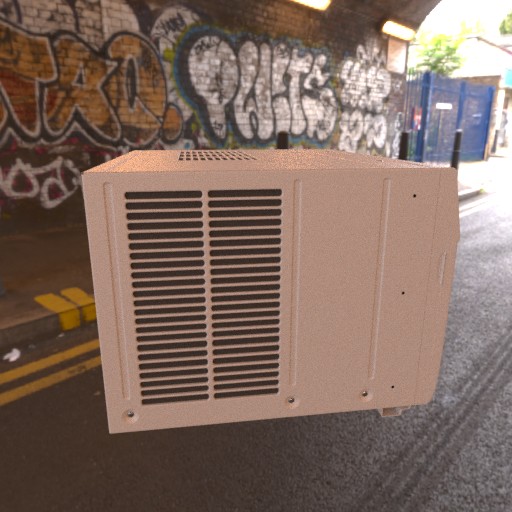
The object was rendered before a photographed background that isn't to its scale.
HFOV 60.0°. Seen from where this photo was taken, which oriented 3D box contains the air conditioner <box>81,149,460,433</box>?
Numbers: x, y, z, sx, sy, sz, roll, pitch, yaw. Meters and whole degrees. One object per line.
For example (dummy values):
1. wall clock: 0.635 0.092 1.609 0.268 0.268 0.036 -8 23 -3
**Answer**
1. air conditioner: 0.000 0.000 1.034 0.599 0.455 0.645 -2 16 -8
